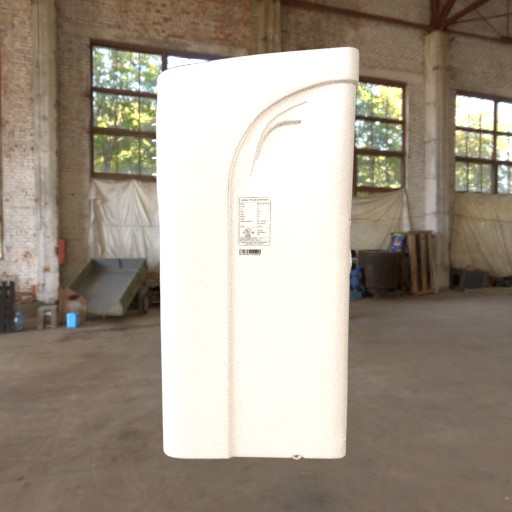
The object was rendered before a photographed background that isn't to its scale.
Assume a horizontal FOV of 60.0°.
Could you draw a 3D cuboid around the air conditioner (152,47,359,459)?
[{"bbox_3d":[0.000,0.000,0.906,0.369,0.716,0.352,0,1,0],"label":"air conditioner"}]
